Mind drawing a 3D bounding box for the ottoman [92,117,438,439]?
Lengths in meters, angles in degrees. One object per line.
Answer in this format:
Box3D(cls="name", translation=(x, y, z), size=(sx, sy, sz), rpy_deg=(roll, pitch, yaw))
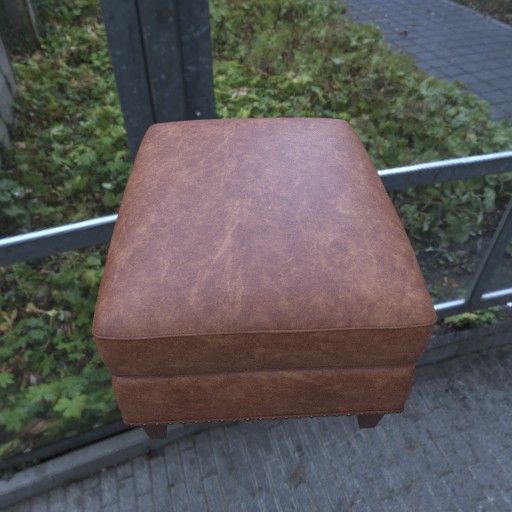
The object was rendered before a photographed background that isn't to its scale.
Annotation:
Box3D(cls="ottoman", translation=(0.000, 0.000, 1.095), size=(0.586, 0.486, 0.742), rpy_deg=(-2, 42, -2))
